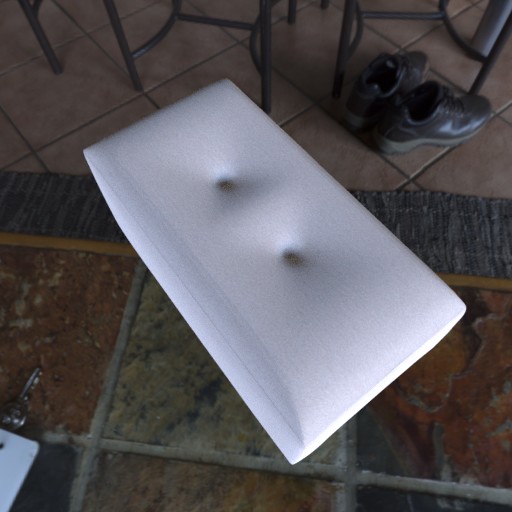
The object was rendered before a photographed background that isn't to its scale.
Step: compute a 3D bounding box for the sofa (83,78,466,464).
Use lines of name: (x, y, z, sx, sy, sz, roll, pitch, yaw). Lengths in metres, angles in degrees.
sofa: (0.000, 0.000, 1.207, 0.480, 0.470, 0.930, -34, 67, -17)
